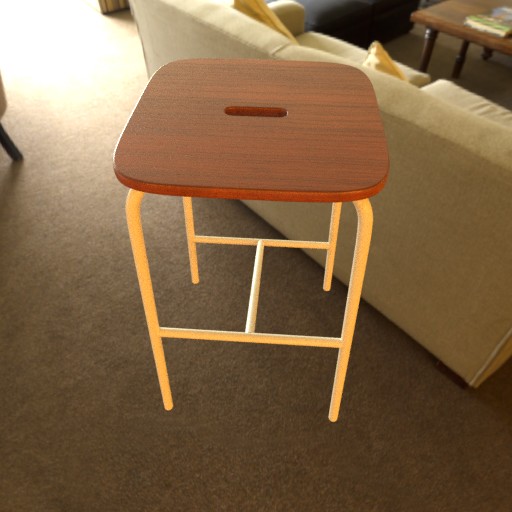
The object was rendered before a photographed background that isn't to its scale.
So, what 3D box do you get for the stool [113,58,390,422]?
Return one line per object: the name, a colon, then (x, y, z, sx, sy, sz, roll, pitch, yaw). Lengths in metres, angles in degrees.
stool: (0.000, 0.000, 0.862, 0.376, 0.610, 0.376, 3, 47, 3)
